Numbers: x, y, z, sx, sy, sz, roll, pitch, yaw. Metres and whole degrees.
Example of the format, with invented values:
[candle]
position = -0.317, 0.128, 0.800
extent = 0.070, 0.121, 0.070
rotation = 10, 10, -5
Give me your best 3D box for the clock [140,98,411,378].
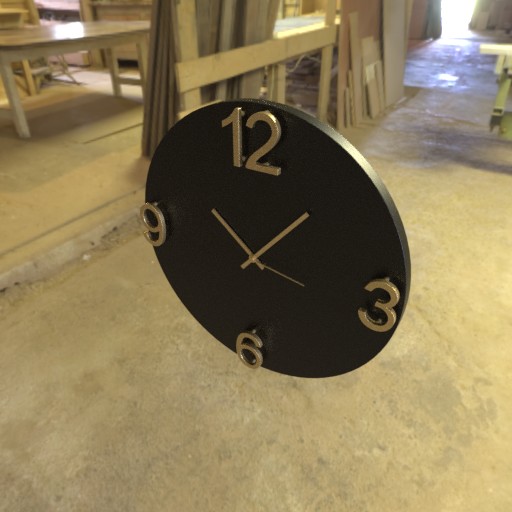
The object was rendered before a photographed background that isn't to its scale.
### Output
[clock]
position = 0.000, 0.000, 0.675
extent = 0.454, 0.454, 0.038
rotation = 19, 37, 27
